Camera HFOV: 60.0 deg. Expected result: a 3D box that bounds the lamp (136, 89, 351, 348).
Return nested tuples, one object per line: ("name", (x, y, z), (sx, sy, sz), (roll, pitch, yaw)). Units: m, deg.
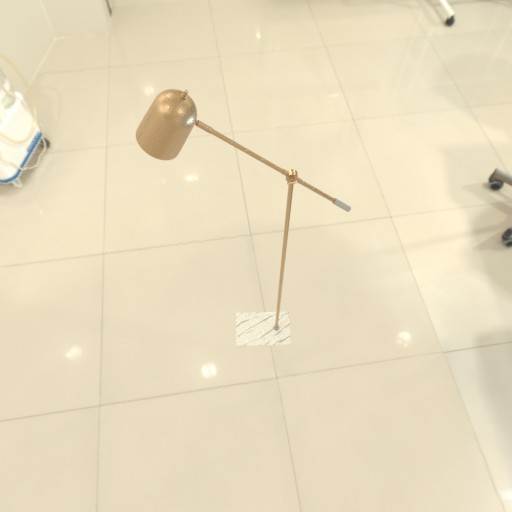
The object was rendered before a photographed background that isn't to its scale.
("lamp", (0.000, 0.000, 1.776), (0.653, 1.594, 0.194), (-2, 59, -1))
